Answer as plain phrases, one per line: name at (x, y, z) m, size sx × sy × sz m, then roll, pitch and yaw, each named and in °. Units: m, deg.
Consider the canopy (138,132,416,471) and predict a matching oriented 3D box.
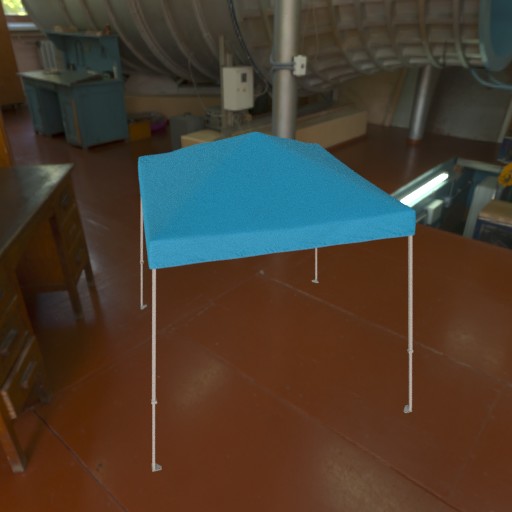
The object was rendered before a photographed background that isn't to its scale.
canopy at (0.000, 0.000, 5.132) m, size 2.848 × 2.849 × 2.849 m, roll -7°, pitch 30°, yaw -13°
